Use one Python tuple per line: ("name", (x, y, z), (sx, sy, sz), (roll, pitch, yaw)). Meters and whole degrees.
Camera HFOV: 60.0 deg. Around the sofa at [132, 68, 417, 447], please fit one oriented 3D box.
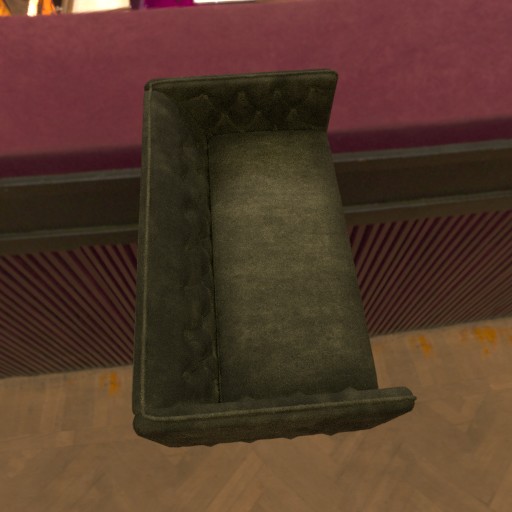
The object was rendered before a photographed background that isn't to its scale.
("sofa", (0.000, 0.000, 2.011), (0.895, 0.768, 1.537), (-4, 63, -2))
